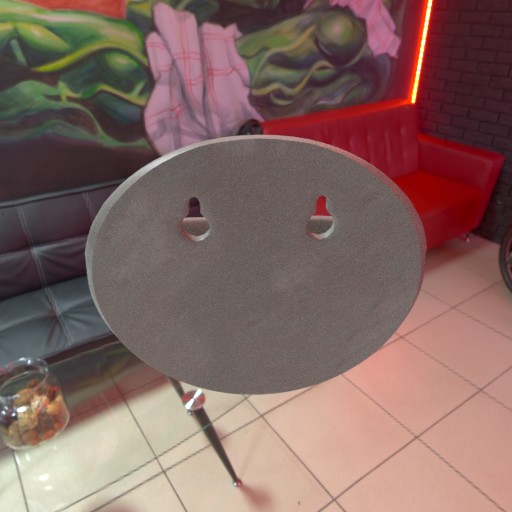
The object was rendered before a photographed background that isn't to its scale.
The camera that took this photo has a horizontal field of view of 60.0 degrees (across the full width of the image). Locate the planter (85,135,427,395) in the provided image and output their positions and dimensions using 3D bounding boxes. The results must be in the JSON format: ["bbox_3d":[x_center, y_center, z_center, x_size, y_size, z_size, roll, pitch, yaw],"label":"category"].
[{"bbox_3d":[0.000,0.000,0.272,0.190,0.164,0.073,-1,30,-2],"label":"planter"}]
